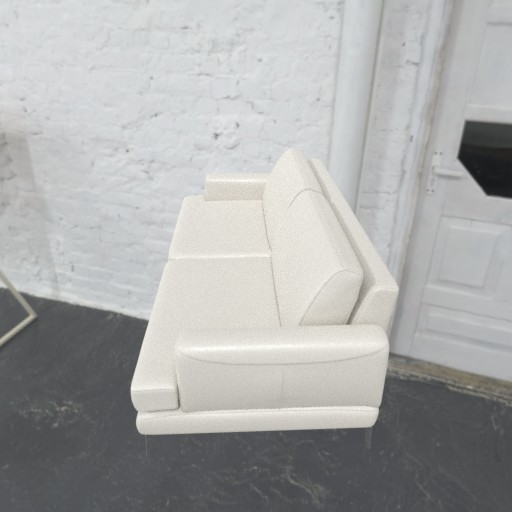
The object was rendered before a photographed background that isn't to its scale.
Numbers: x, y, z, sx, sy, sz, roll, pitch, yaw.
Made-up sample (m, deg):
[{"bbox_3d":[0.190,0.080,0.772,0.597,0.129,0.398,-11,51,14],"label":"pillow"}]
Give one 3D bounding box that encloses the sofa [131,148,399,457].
[{"bbox_3d":[0.000,0.000,2.400,0.974,0.765,1.940,-1,28,-2],"label":"sofa"}]
